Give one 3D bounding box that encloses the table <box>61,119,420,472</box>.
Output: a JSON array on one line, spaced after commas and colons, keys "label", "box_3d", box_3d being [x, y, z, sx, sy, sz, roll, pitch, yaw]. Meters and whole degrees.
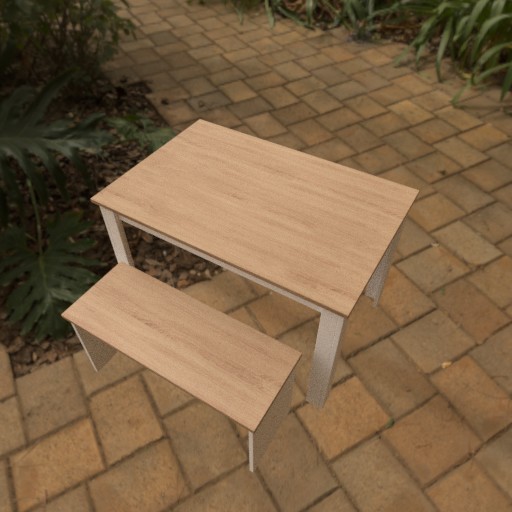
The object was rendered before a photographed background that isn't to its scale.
[{"label": "table", "box_3d": [0.000, 0.000, 2.022, 1.100, 0.700, 1.443, 24, 51, 21]}]
